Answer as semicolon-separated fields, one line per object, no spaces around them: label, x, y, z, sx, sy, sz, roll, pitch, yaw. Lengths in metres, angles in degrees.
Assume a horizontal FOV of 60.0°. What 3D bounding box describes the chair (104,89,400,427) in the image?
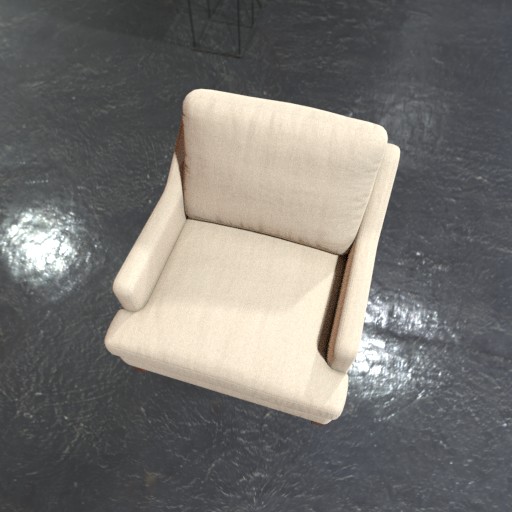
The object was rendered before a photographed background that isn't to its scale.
chair;0.000;0.000;1.756;0.912;0.916;1.001;14;60;8
